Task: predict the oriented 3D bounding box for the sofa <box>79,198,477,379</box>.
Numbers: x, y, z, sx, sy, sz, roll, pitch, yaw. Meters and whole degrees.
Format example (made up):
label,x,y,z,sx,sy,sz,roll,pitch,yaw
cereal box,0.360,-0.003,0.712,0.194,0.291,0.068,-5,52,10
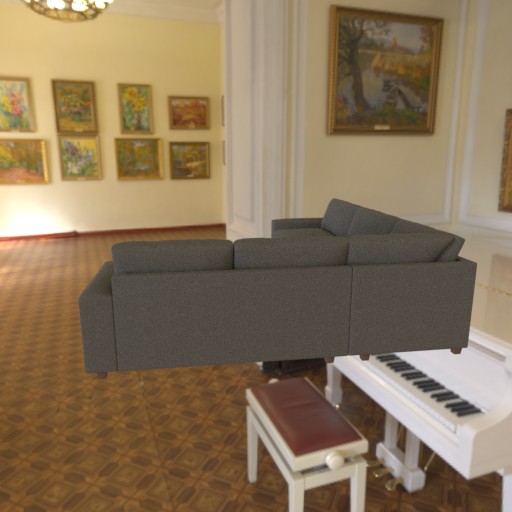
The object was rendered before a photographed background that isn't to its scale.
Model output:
label,x,y,z,sx,sy,sz,roll,pitch,yaw
sofa,0.000,0.000,4.771,2.895,0.965,3.277,-2,13,-8
